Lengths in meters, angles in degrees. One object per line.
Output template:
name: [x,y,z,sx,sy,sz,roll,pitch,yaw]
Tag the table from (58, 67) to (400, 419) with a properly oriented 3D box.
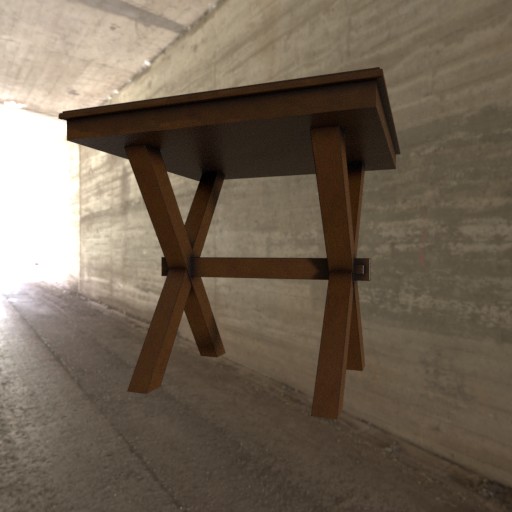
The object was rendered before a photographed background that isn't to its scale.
table: [0.000,0.000,1.013,0.602,0.562,0.560,0,1,20]
